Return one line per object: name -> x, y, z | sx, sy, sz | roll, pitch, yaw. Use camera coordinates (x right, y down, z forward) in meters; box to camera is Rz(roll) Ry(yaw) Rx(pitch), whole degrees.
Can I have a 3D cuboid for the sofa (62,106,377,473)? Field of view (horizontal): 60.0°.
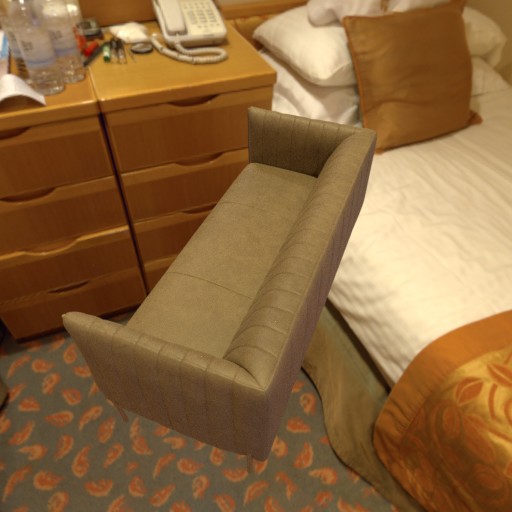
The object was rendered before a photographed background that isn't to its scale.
sofa -> 0.000, 0.000, 2.480 | 0.876, 0.779, 1.980 | 16, 47, 15
